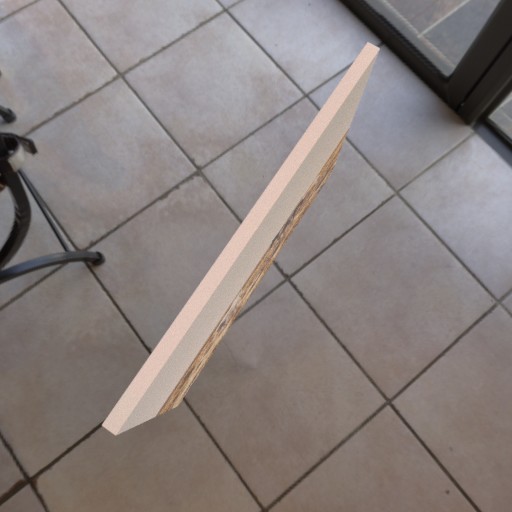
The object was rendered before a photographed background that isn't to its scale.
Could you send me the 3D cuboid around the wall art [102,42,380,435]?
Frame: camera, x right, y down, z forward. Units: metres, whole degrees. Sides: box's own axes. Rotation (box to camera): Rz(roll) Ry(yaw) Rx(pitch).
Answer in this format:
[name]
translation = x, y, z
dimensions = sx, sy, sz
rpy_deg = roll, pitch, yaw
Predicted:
[wall art]
translation = 0.000, 0.000, 1.895
dimensions = 0.051, 1.016, 1.520
rpy_deg = 32, 78, 8
